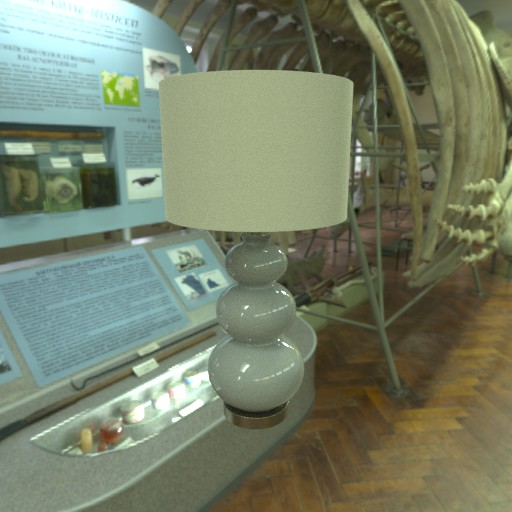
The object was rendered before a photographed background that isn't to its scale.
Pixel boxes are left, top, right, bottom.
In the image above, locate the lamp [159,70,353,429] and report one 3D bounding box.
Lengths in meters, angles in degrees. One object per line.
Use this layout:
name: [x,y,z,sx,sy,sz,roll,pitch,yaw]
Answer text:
lamp: [0.000,0.000,0.935,0.367,0.730,0.367,2,14,7]
